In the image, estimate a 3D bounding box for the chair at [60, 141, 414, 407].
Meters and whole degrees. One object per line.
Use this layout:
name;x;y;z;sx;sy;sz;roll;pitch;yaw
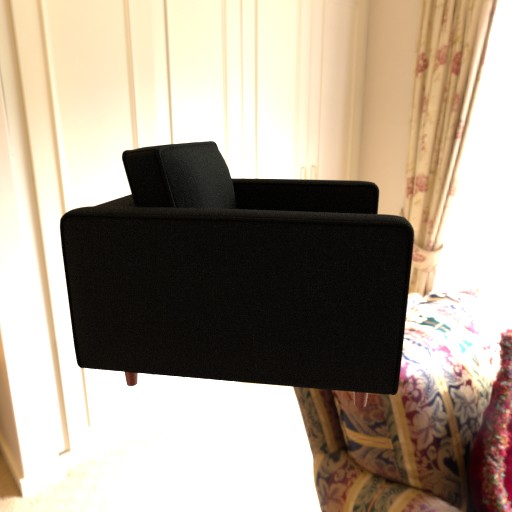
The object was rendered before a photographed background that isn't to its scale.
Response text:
chair;0.000;0.000;1.552;0.920;0.770;0.899;2;16;9
